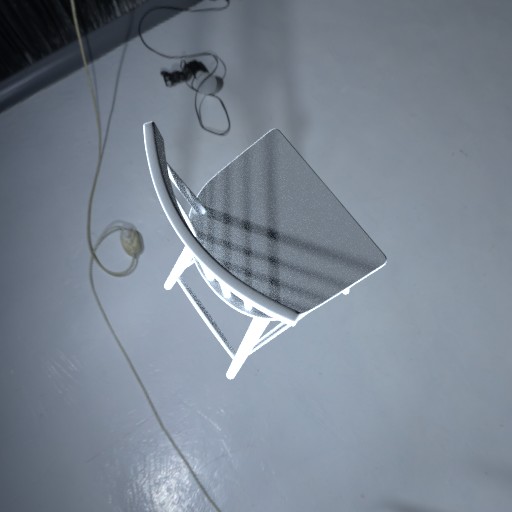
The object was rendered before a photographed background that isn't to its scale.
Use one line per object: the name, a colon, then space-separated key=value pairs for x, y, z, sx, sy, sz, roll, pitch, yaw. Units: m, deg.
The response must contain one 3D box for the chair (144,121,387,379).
chair: x=0.000 y=0.000 z=1.269 sx=0.572 sy=0.952 sz=0.483 roll=-36 pitch=78 yaw=-9
